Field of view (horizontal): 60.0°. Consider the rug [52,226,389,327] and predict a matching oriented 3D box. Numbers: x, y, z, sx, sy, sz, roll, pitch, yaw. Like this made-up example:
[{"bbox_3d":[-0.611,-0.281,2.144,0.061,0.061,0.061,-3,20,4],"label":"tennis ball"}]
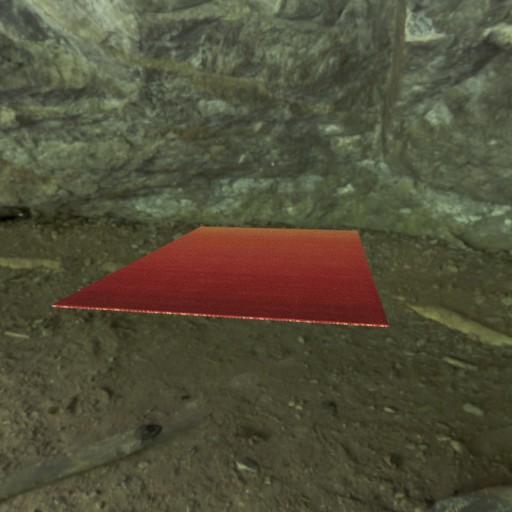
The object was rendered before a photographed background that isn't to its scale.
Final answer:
[{"bbox_3d":[0.000,0.000,3.125,1.531,0.010,2.442,2,13,9],"label":"rug"}]
